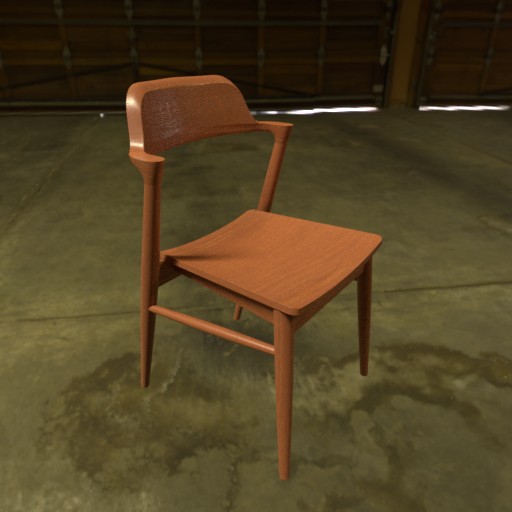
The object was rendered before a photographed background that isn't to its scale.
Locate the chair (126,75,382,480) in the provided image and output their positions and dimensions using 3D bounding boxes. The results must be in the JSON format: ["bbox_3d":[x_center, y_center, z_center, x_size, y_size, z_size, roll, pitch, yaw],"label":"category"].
[{"bbox_3d":[0.000,0.000,1.101,0.499,0.801,0.496,19,32,32],"label":"chair"}]
